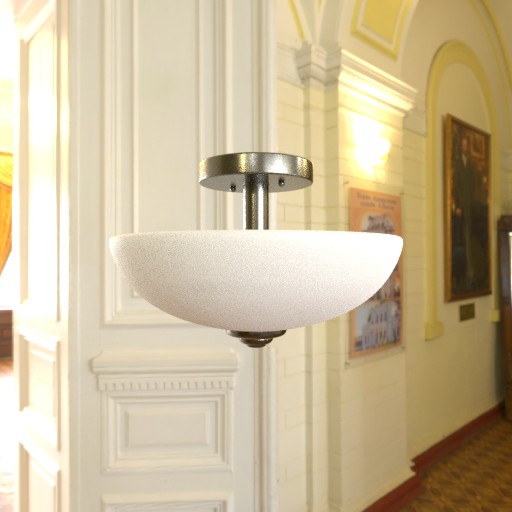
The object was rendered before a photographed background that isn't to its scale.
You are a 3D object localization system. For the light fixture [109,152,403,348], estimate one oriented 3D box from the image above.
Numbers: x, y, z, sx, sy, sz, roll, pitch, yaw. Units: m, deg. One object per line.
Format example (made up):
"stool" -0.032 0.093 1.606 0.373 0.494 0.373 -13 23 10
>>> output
"light fixture" 0.000 0.000 0.524 0.330 0.214 0.330 0 -1 0
